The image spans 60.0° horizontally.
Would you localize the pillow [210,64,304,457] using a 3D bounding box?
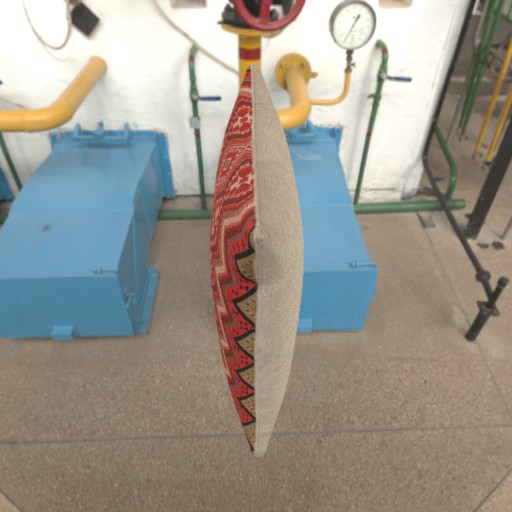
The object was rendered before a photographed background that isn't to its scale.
[{"bbox_3d":[0.000,0.000,0.799,0.158,0.511,0.513,-1,42,-1],"label":"pillow"}]
